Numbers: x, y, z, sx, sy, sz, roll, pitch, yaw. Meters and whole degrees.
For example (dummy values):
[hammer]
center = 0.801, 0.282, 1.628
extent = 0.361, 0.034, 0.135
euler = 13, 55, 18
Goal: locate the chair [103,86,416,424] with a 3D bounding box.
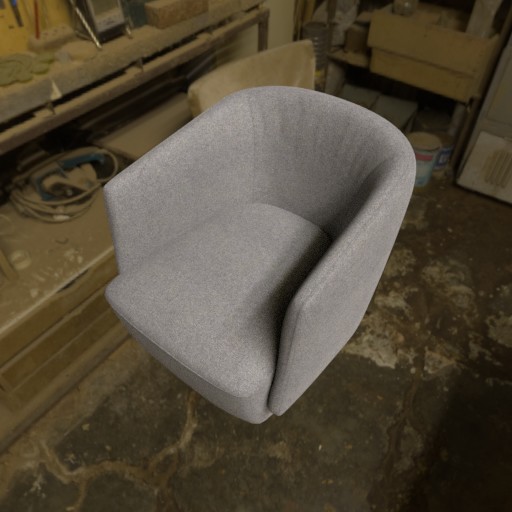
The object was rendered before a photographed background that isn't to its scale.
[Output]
[chair]
center = 0.000, 0.000, 1.639
extent = 0.822, 0.861, 0.986
euler = 30, 53, 25
